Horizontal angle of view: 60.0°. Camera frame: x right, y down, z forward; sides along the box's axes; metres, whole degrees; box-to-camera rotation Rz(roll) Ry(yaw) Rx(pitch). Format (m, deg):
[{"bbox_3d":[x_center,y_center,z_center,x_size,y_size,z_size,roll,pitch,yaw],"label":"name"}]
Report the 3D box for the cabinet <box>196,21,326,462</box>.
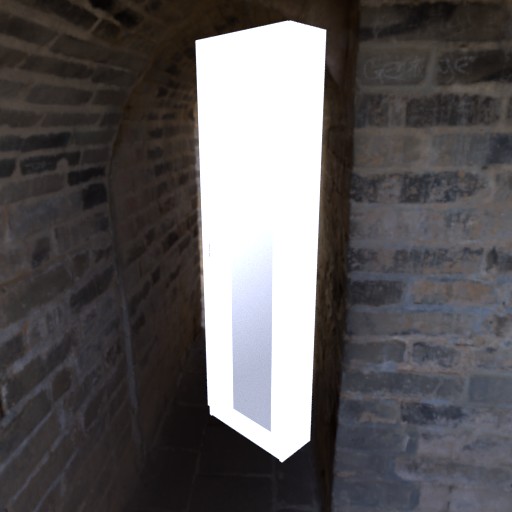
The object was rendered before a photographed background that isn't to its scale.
[{"bbox_3d":[0.000,0.000,1.974,0.500,1.790,0.230,15,22,42],"label":"cabinet"}]
